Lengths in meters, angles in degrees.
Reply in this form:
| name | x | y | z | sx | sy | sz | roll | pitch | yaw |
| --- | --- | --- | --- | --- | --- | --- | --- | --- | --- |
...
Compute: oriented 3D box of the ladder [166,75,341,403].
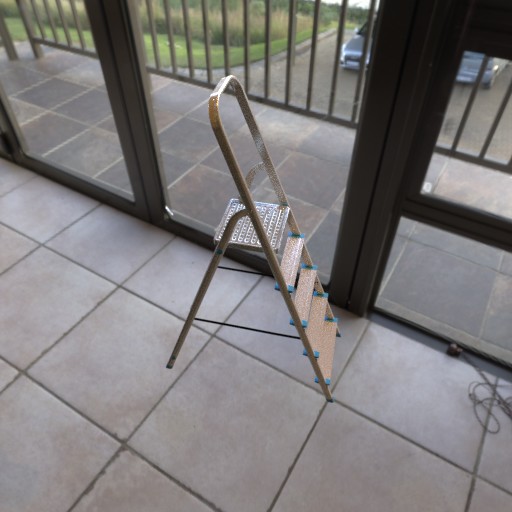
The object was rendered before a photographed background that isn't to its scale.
| name | x | y | z | sx | sy | sz | roll | pitch | yaw |
| --- | --- | --- | --- | --- | --- | --- | --- | --- | --- |
| ladder | 0.000 | 0.000 | 2.110 | 0.990 | 1.648 | 0.468 | 9 | 46 | 9 |
